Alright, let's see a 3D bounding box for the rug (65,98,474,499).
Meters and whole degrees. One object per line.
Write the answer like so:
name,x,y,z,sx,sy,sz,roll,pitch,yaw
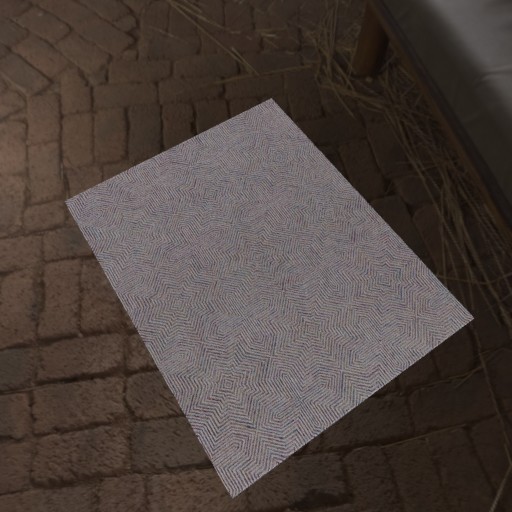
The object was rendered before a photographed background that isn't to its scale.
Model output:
rug,0.000,0.000,4.039,2.442,0.008,3.046,-31,68,-14
